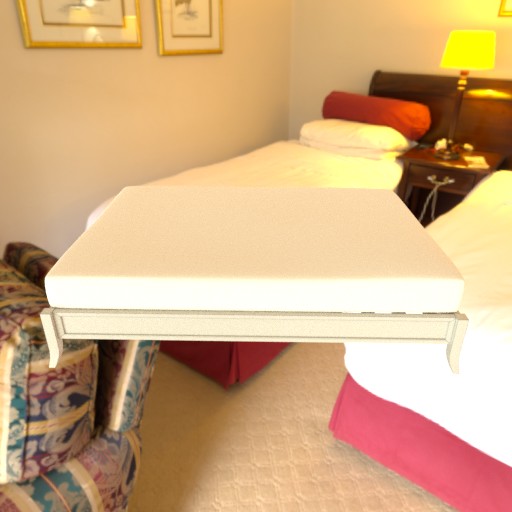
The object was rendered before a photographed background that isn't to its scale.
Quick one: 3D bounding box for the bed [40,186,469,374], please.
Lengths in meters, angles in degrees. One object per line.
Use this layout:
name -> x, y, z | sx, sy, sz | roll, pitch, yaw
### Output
bed -> 0.000, 0.000, 2.676 | 1.985, 0.510, 1.460 | 1, 27, 1
